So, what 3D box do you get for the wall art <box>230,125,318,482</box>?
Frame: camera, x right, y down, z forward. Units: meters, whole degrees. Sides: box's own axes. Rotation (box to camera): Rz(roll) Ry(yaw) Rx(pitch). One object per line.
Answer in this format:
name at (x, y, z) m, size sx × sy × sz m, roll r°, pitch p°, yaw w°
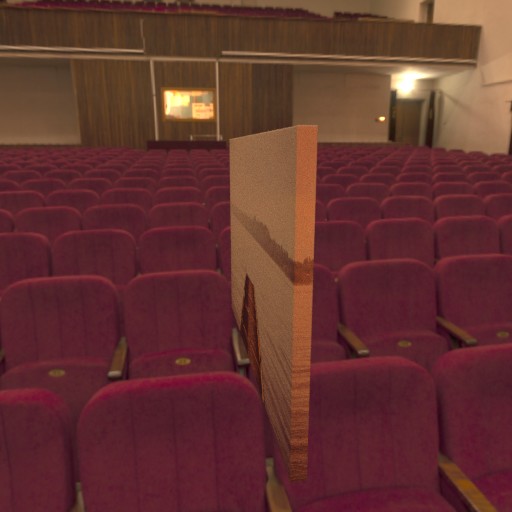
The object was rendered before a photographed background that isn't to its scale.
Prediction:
wall art at (0.000, 0.000, 0.777) m, size 0.021 × 0.410 × 0.615 m, roll -2°, pitch 14°, yaw -9°
